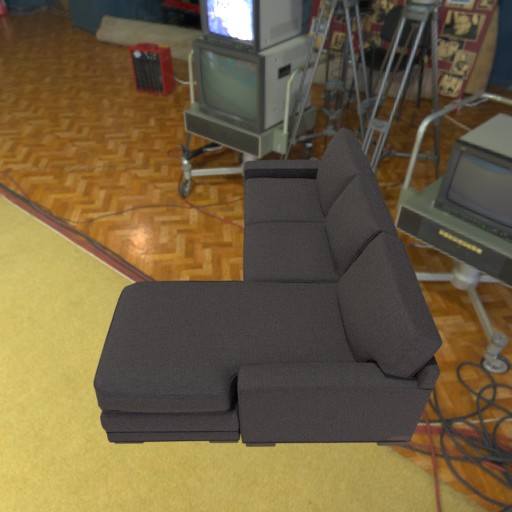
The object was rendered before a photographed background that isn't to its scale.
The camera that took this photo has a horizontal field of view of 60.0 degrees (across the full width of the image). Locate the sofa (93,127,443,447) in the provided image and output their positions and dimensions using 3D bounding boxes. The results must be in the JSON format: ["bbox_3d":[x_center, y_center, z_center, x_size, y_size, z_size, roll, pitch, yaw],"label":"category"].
[{"bbox_3d":[0.000,0.000,3.197,1.790,0.973,2.370,0,41,0],"label":"sofa"}]
